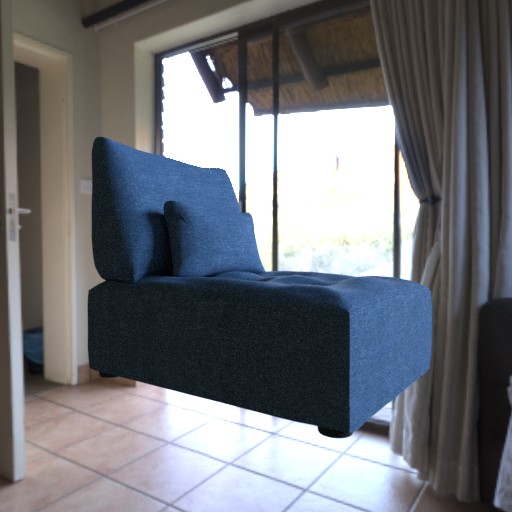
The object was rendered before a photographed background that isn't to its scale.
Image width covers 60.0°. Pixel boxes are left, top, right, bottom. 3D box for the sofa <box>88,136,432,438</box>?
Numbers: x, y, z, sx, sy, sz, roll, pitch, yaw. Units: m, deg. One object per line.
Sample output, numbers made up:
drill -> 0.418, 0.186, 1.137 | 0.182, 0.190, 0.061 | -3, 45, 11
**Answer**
sofa -> 0.000, 0.000, 1.538 | 1.000, 0.820, 0.700 | 0, 1, 35
